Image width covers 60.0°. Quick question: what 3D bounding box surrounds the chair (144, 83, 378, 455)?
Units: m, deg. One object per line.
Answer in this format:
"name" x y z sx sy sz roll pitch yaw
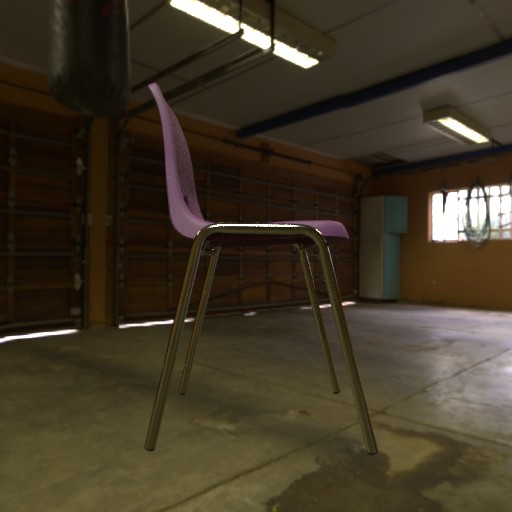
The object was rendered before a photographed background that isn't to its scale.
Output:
"chair" 0.000 0.000 0.968 0.432 0.704 0.381 0 -1 0
